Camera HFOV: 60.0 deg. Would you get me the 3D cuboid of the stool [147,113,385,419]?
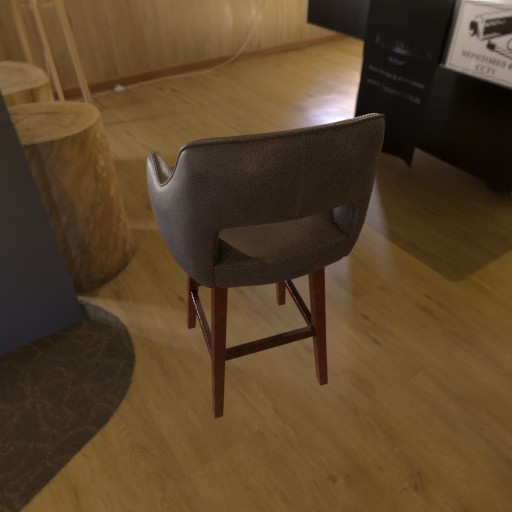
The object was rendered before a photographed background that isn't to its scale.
[{"bbox_3d":[0.000,0.000,1.349,0.550,1.041,0.560,-13,42,-14],"label":"stool"}]
